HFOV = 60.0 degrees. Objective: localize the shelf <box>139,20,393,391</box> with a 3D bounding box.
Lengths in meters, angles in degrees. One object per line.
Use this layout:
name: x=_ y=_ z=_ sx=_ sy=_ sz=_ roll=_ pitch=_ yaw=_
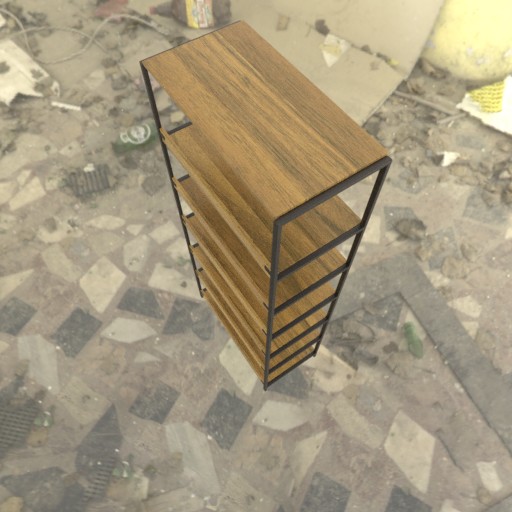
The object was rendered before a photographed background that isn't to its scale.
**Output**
shelf: x=0.000 y=0.000 z=2.323 sx=0.431 sy=2.015 sz=0.847 roll=-31 pitch=65 yaw=-16
